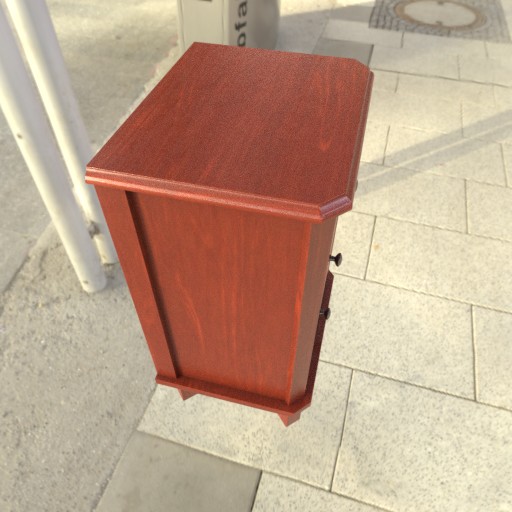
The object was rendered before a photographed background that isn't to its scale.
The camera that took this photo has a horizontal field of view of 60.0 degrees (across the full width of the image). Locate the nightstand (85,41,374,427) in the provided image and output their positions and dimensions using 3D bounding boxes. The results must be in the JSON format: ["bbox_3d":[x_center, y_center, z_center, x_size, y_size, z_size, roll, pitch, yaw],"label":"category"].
[{"bbox_3d":[0.000,0.000,0.931,0.351,0.681,0.435,11,48,10],"label":"nightstand"}]
